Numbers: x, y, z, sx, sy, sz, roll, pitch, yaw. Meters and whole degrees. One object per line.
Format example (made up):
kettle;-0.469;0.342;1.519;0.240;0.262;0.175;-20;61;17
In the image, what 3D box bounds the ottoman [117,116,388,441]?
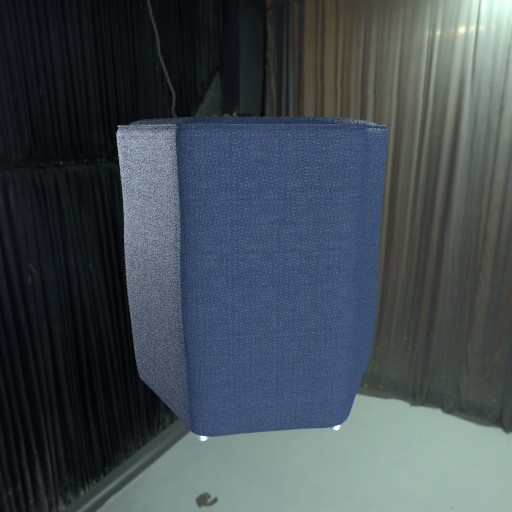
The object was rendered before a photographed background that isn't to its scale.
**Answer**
ottoman;0.000;0.000;0.859;0.454;0.505;0.492;8;17;26
